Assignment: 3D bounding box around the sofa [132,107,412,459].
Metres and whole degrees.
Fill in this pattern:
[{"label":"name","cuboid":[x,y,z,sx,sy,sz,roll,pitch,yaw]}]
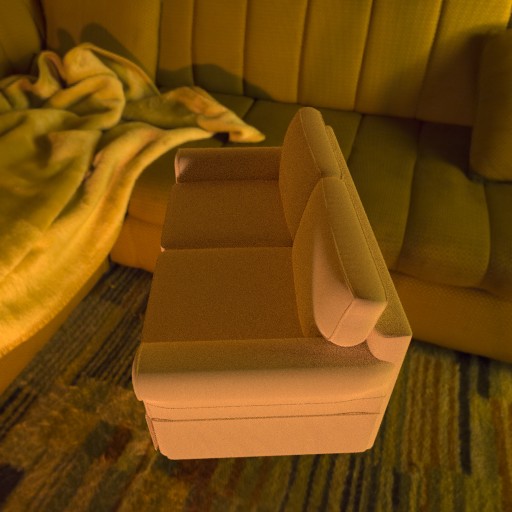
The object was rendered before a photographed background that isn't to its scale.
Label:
[{"label":"sofa","cuboid":[0.000,0.000,2.276,0.991,0.940,1.727,-1,41,-2]}]
